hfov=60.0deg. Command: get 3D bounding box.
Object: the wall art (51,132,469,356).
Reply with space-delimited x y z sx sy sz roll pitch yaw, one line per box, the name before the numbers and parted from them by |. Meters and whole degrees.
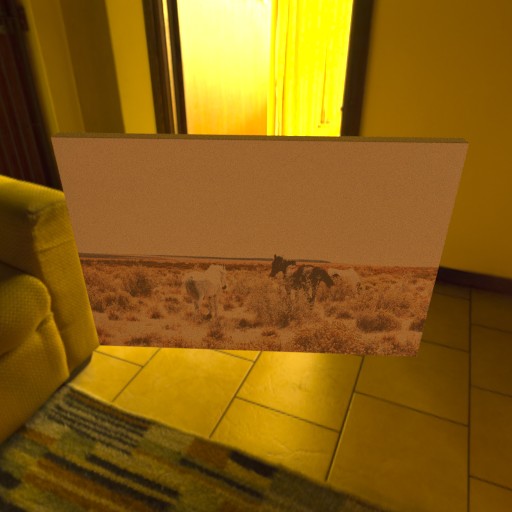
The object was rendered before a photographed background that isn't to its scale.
wall art | 0.000 0.000 1.418 1.138 0.761 0.051 1 30 2
